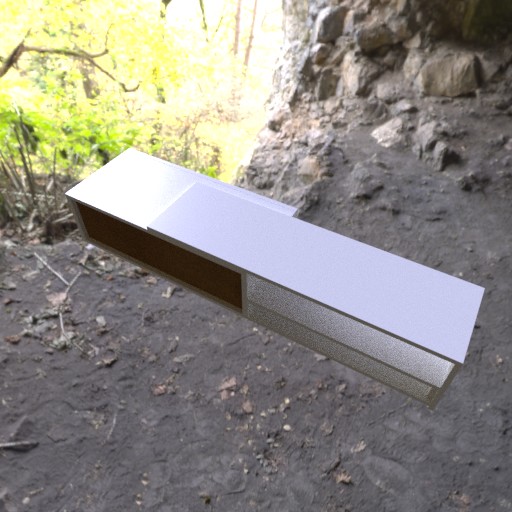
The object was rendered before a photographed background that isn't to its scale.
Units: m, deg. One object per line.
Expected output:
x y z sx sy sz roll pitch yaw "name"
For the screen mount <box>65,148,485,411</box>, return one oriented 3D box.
0.000 0.000 1.862 1.680 0.320 0.420 23 50 20 "screen mount"
